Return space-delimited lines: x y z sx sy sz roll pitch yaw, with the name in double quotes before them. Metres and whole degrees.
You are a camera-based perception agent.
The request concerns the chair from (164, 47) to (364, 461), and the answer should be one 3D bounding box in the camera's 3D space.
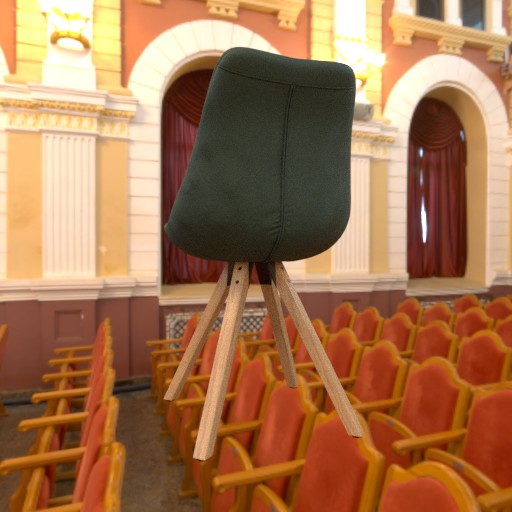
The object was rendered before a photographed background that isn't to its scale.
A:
"chair" 0.000 0.000 1.195 0.483 0.865 0.547 0 0 -19
